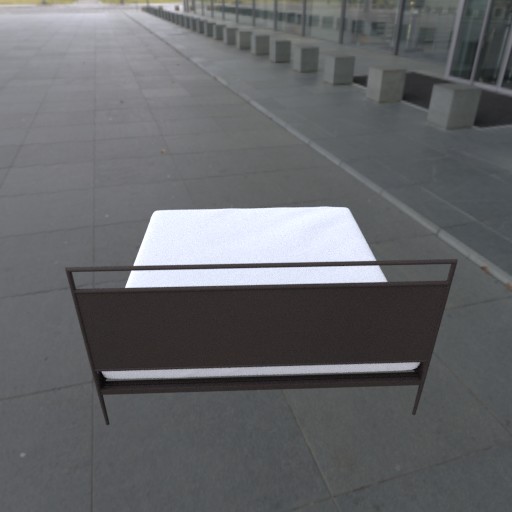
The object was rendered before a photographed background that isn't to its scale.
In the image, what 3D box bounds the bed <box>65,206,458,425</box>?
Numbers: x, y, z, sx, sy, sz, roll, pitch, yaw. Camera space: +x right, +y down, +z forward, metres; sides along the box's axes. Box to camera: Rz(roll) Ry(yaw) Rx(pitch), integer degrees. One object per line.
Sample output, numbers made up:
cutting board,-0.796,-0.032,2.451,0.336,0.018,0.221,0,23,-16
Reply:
bed,0.000,0.000,3.459,1.993,1.173,2.151,-1,31,-2
